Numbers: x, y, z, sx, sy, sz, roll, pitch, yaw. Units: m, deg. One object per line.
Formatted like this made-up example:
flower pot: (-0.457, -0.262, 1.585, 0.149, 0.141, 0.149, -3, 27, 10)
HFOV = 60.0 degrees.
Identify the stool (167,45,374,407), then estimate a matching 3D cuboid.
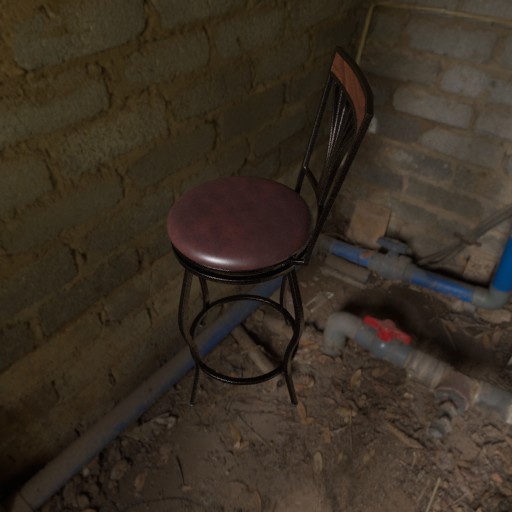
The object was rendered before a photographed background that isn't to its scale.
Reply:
stool: (0.000, 0.000, 1.389, 0.514, 1.117, 0.433, 0, 41, 0)
